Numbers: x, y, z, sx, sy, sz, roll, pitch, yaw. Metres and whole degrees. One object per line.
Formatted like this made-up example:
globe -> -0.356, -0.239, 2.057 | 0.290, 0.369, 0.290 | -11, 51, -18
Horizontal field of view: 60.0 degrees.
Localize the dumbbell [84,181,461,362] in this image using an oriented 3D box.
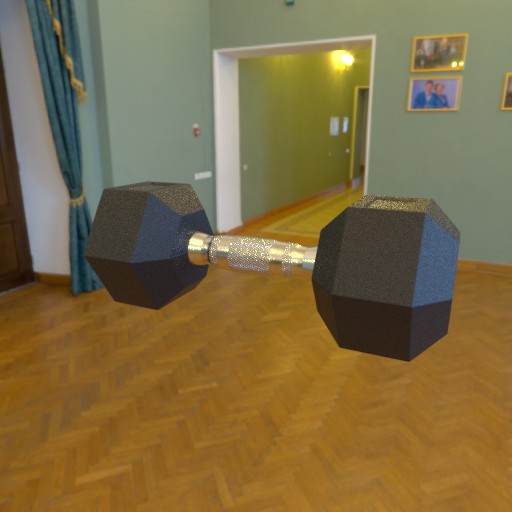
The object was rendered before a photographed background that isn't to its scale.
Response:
dumbbell -> 0.000, 0.000, 0.433 | 0.356, 0.123, 0.141 | 7, 18, 24
